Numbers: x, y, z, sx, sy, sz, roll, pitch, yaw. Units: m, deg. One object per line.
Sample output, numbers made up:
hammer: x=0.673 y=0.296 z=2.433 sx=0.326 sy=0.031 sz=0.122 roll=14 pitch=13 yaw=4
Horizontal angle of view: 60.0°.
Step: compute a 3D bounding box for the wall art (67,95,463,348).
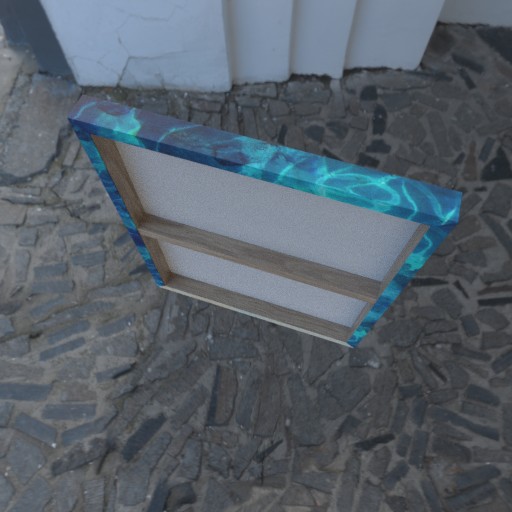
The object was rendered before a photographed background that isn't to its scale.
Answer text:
wall art: x=0.000 y=0.000 z=0.702 sx=0.432 sy=0.508 sz=0.038 roll=16 pitch=65 yaw=8
